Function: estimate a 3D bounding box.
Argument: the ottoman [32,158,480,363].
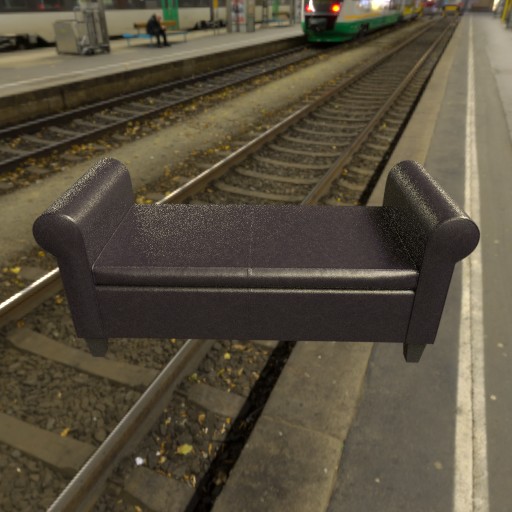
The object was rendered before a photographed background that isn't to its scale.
[{"bbox_3d":[0.000,0.000,1.562,1.256,0.547,0.521,1,30,1],"label":"ottoman"}]
